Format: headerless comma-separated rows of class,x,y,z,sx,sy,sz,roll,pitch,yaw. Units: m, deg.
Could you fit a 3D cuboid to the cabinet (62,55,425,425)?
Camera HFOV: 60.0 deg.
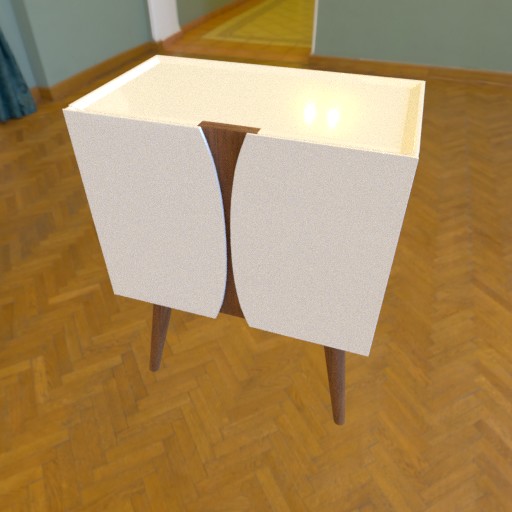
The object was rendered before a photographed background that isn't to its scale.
cabinet,0.000,0.000,1.060,0.591,0.772,0.344,12,41,14
